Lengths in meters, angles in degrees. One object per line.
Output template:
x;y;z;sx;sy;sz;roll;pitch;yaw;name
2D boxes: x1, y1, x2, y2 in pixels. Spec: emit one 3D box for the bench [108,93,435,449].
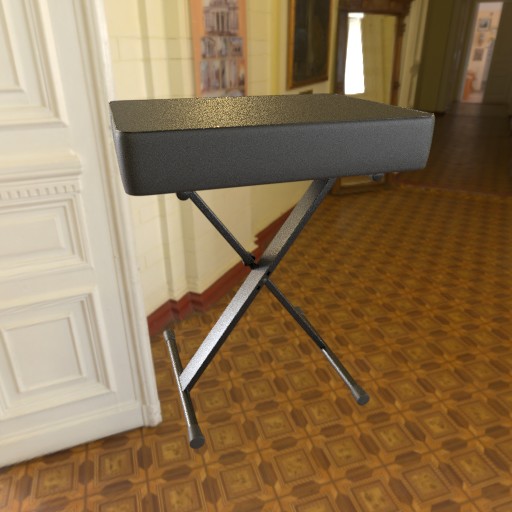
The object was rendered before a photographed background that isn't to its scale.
0.000;0.000;0.780;0.424;0.500;0.321;-8;27;-16;bench
